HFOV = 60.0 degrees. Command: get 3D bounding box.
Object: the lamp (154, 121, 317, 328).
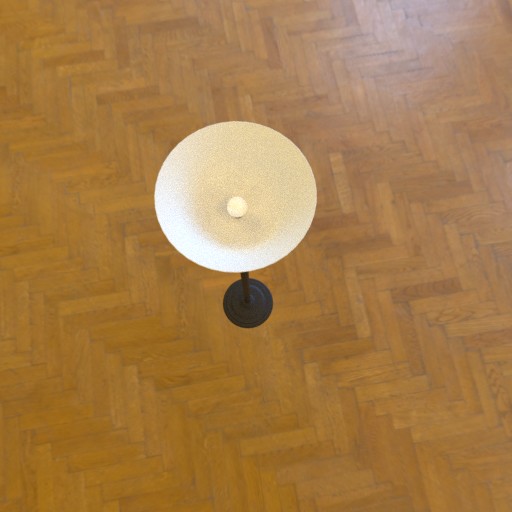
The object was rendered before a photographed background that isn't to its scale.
[{"bbox_3d":[0.000,0.000,1.993,0.405,1.793,0.588,33,78,8],"label":"lamp"}]
